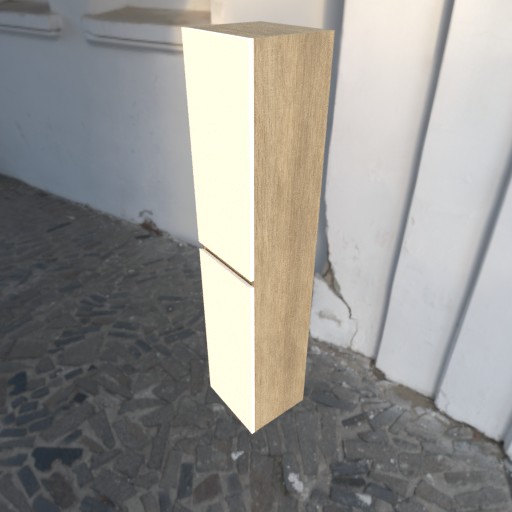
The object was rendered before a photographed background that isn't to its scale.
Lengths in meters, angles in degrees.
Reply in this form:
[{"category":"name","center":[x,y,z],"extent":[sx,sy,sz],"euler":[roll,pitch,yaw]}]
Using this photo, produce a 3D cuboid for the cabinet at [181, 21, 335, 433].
[{"category":"cabinet","center":[0.000,0.000,1.527],"extent":[0.270,1.400,0.300],"euler":[-23,39,-31]}]
